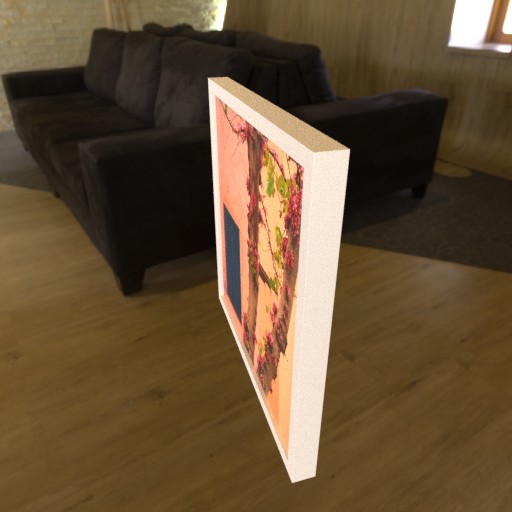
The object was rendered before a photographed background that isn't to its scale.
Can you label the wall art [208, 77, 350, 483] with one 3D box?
[{"bbox_3d":[0.000,0.000,0.761,0.038,0.508,0.507,-8,31,-14],"label":"wall art"}]
